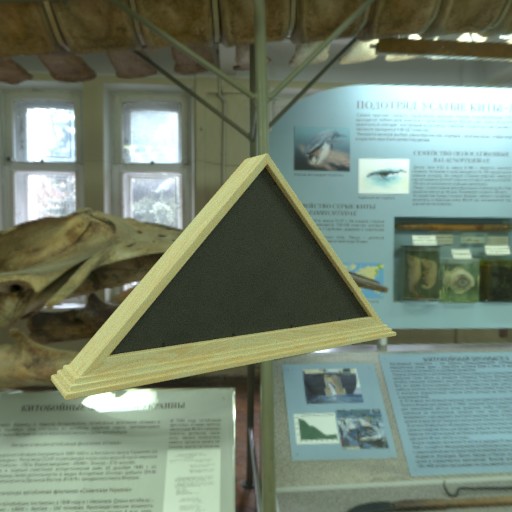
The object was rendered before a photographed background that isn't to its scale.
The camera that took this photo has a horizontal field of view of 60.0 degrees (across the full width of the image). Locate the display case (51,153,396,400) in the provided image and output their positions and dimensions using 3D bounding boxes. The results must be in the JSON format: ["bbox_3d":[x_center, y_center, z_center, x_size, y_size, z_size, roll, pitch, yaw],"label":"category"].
[{"bbox_3d":[0.000,0.000,0.763,0.640,0.340,0.095,-2,3,-35],"label":"display case"}]
